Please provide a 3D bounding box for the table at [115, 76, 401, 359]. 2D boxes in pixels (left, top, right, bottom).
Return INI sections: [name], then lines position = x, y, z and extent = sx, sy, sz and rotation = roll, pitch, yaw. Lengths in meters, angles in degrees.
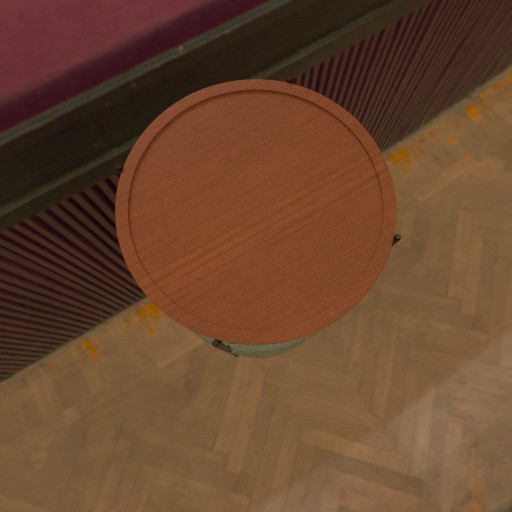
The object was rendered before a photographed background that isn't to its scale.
[table]
position = 0.000, 0.000, 0.907
extent = 0.400, 0.623, 0.400
rotation = -29, 78, -7
